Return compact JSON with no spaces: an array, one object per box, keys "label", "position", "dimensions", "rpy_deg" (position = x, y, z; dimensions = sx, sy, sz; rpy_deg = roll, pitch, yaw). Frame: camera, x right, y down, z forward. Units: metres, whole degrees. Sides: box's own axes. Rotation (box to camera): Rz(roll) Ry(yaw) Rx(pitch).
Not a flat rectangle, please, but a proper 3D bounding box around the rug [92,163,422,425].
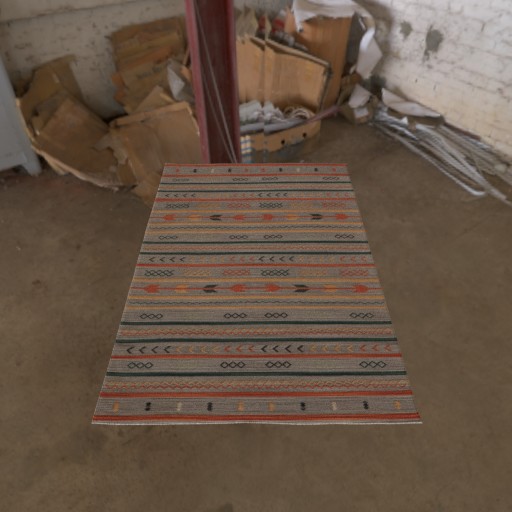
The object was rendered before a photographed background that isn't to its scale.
[{"label":"rug","position":[0.000,0.000,2.305],"dimensions":[1.220,0.017,1.835],"rpy_deg":[0,43,0]}]
